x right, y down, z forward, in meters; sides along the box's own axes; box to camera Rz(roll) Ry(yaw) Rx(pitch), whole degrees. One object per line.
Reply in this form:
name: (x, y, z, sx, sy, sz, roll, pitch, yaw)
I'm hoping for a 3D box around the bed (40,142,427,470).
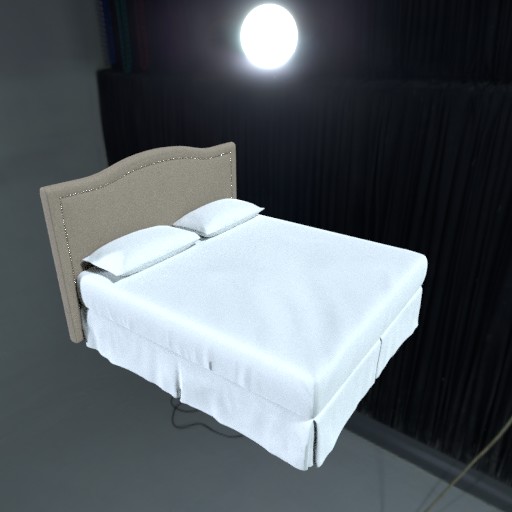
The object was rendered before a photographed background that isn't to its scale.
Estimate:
bed: (0.000, 0.000, 3.469, 2.182, 1.421, 2.083, 17, 30, 32)
